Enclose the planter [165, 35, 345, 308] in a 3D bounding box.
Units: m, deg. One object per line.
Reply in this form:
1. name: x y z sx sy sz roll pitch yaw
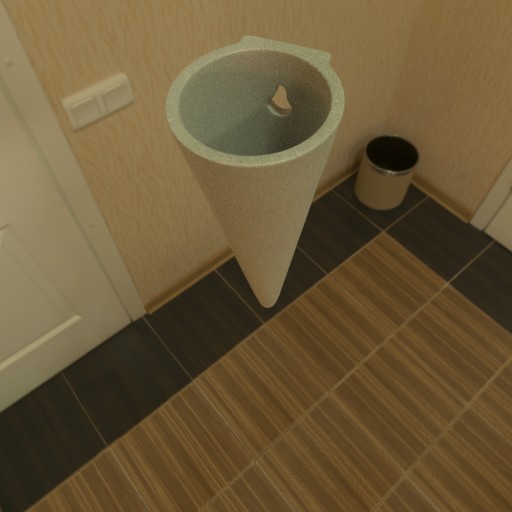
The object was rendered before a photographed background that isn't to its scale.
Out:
1. planter: 0.000 0.000 0.224 0.057 0.191 0.064 18 59 11
